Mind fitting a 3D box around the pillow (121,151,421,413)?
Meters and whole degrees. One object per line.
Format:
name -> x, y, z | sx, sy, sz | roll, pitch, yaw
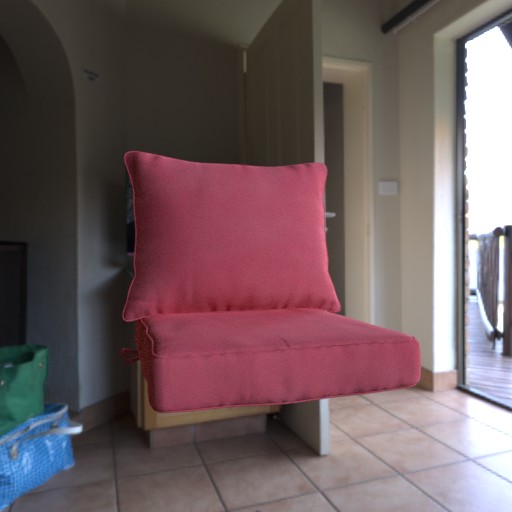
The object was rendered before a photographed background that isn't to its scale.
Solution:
pillow -> 0.000, 0.000, 1.369 | 0.798, 0.725, 0.733 | 0, 1, -17
